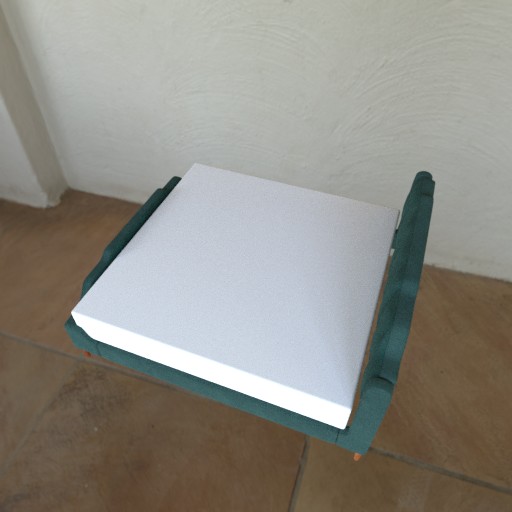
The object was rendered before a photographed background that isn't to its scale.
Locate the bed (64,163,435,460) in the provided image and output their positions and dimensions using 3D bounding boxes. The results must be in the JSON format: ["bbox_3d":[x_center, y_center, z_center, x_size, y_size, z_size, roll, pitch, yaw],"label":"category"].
[{"bbox_3d":[0.000,0.000,3.541,2.340,1.245,2.074,16,48,14],"label":"bed"}]
